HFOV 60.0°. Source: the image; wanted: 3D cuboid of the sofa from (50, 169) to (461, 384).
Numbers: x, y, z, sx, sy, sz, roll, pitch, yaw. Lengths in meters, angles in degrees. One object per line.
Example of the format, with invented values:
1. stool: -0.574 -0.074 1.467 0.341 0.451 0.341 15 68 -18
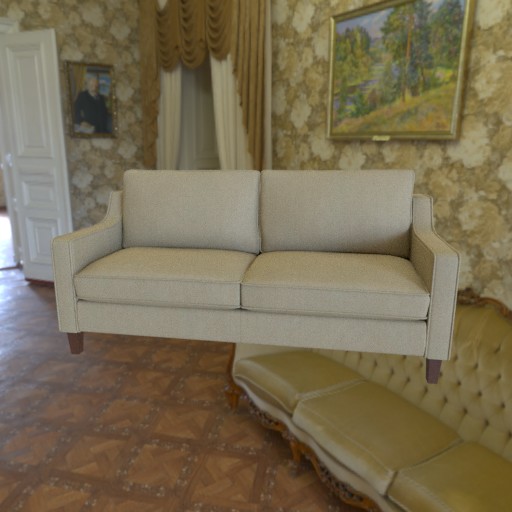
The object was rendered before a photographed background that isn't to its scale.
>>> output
1. sofa: 0.000 0.000 2.822 2.178 1.071 1.066 2 14 9
